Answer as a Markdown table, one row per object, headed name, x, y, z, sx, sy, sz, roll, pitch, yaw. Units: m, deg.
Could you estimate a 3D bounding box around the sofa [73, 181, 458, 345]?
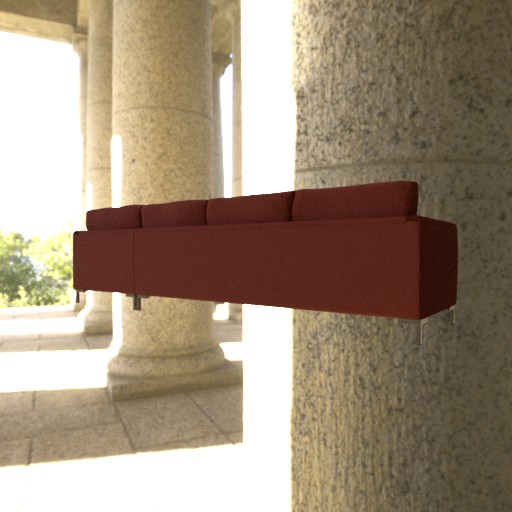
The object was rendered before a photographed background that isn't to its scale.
| name | x | y | z | sx | sy | sz | roll | pitch | yaw |
| --- | --- | --- | --- | --- | --- | --- | --- | --- | --- |
| sofa | 0.000 | 0.000 | 3.454 | 2.932 | 0.810 | 1.350 | 1 | 1 | 36 |
